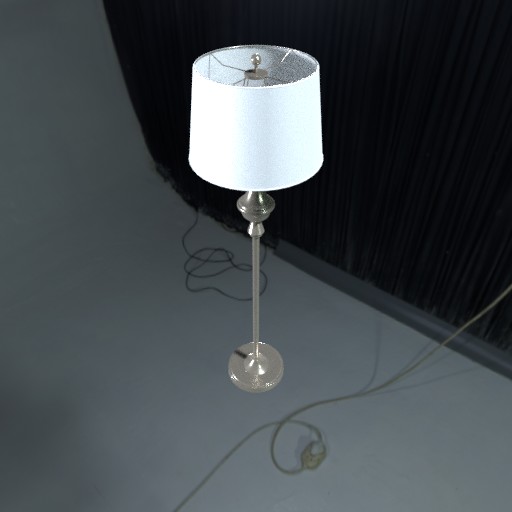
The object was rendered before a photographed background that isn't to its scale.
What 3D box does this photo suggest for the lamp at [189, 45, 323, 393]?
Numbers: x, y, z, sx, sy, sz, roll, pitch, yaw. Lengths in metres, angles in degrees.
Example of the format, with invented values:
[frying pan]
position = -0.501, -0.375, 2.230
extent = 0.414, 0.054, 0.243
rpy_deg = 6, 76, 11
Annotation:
[lamp]
position = 0.000, 0.000, 1.718
extent = 0.431, 1.488, 0.431
rpy_deg = 0, 41, 0
